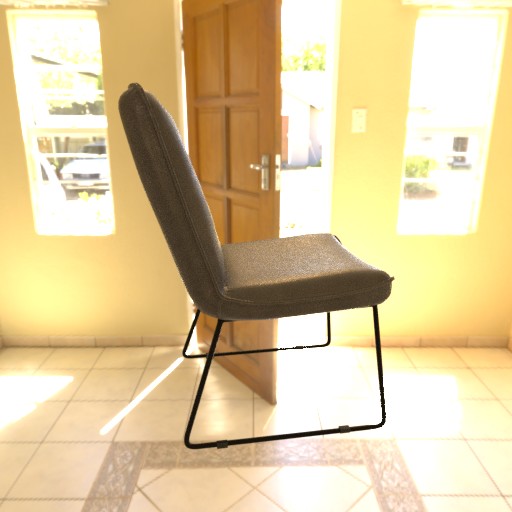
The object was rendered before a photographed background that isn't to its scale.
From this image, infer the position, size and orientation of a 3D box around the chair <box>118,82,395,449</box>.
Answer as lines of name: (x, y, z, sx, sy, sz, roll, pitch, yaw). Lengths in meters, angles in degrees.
chair: (0.000, 0.000, 1.338, 0.688, 0.932, 0.515, -3, 17, -9)
